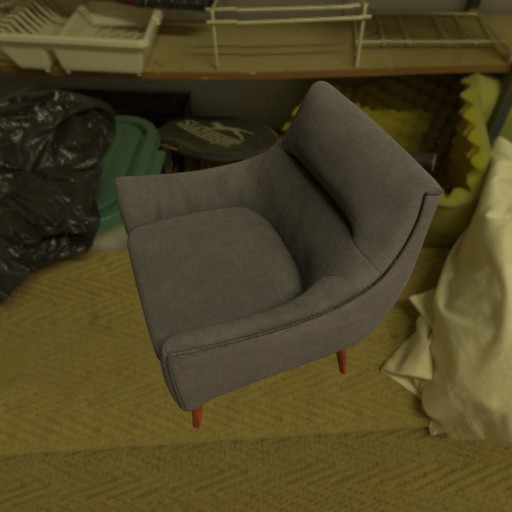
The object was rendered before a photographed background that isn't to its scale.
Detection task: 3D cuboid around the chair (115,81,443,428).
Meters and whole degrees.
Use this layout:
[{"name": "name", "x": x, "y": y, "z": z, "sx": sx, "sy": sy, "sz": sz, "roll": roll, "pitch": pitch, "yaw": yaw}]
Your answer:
[{"name": "chair", "x": 0.000, "y": 0.000, "z": 1.464, "sx": 0.787, "sy": 0.838, "sz": 0.762, "roll": -16, "pitch": 48, "yaw": -14}]
